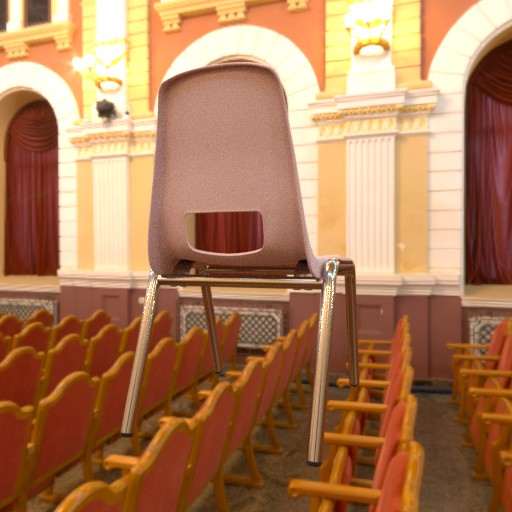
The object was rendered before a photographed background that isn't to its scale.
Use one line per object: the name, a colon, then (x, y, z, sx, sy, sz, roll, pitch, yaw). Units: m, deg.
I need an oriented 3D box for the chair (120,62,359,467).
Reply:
chair: (0.000, 0.000, 0.856, 0.354, 0.586, 0.423, 0, 1, 19)
